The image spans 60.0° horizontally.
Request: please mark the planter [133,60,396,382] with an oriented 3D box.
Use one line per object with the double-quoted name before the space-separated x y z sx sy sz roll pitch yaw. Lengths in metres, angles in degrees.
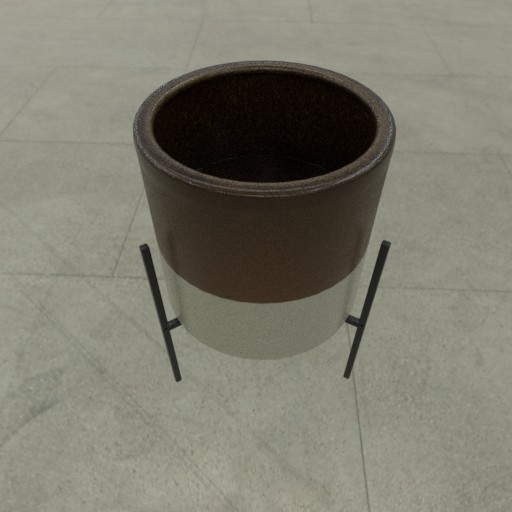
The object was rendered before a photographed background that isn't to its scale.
"planter" 0.000 0.000 0.549 0.269 0.375 0.255 -25 51 -22
